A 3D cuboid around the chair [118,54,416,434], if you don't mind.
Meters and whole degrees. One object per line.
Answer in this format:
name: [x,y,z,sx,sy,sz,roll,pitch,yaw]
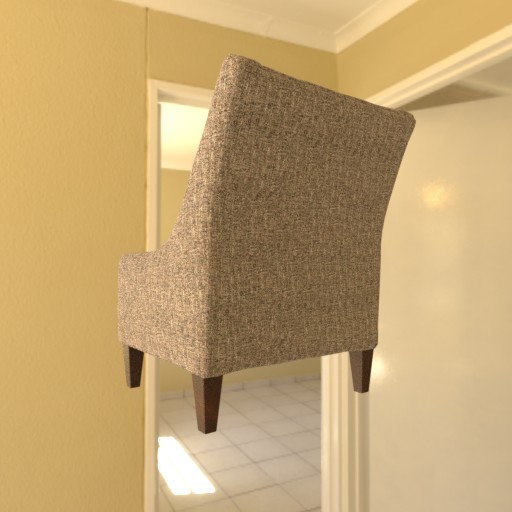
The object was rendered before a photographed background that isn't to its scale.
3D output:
chair: [0.000,0.000,1.646,0.774,1.014,0.870,1,-1,-36]
